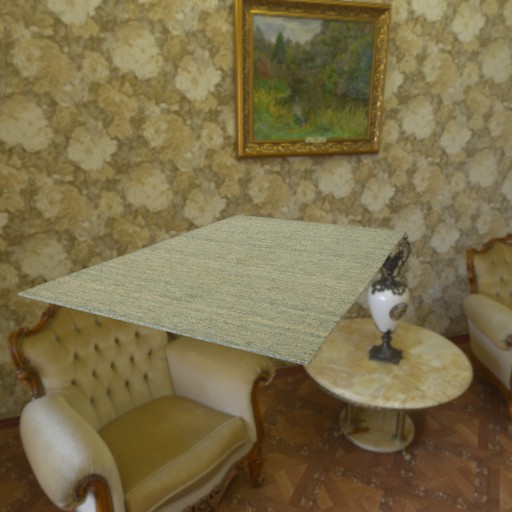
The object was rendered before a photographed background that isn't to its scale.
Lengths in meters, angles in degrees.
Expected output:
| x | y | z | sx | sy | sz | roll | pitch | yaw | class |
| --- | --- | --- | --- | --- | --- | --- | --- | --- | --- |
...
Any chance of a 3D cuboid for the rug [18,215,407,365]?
| x | y | z | sx | sy | sz | roll | pitch | yaw | class |
| --- | --- | --- | --- | --- | --- | --- | --- | --- | --- |
| 0.000 | 0.000 | 2.871 | 1.547 | 0.013 | 2.283 | 8 | 18 | 25 | rug |
